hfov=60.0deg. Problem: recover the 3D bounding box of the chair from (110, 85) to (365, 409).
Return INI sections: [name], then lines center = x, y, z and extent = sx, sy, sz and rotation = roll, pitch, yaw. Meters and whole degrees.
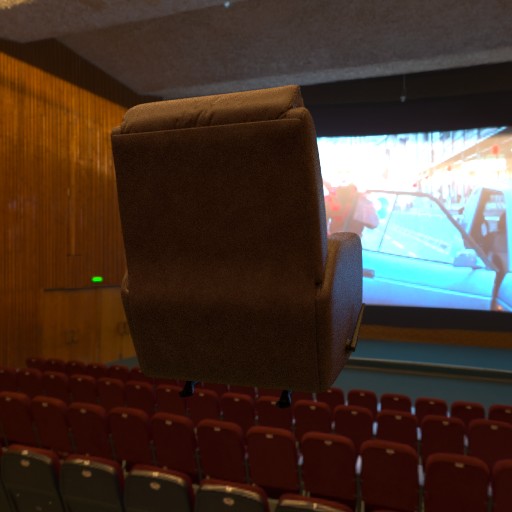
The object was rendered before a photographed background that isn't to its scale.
[chair]
center = 0.000, 0.000, 1.867
extent = 0.865, 1.067, 1.067
rotation = 0, 0, 18
